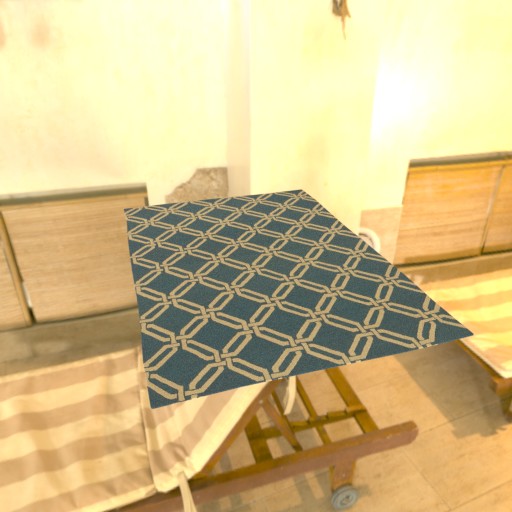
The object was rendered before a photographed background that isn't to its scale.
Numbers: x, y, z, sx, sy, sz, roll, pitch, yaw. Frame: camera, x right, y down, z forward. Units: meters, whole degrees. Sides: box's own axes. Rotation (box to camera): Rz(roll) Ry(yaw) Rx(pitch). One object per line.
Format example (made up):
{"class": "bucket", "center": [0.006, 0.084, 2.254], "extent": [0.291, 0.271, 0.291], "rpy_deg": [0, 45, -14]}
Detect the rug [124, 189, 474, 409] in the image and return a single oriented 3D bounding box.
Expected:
{"class": "rug", "center": [0.000, 0.000, 2.790], "extent": [1.524, 0.013, 2.135], "rpy_deg": [-8, 29, -15]}
